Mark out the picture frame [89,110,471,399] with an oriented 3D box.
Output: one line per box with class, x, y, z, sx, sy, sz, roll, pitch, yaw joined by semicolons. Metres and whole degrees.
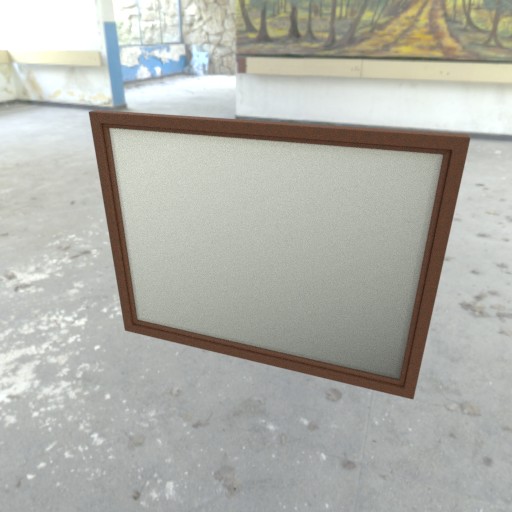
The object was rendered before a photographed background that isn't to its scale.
picture frame;0.000;0.000;1.725;1.329;1.018;0.045;9;29;17
